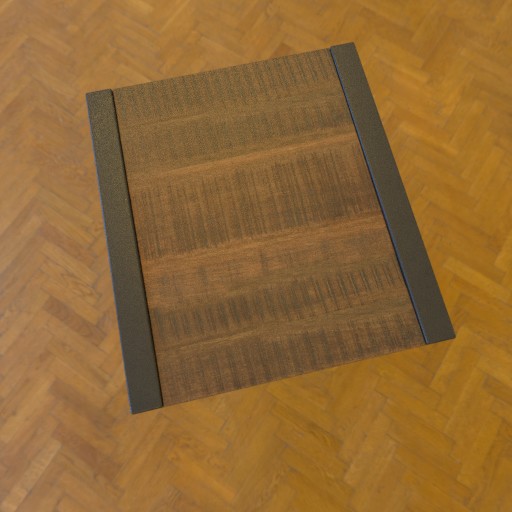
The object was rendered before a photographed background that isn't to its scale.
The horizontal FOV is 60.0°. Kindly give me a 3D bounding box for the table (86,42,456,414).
[{"bbox_3d":[0.000,0.000,0.921,0.449,0.550,0.500,-12,75,-3],"label":"table"}]
